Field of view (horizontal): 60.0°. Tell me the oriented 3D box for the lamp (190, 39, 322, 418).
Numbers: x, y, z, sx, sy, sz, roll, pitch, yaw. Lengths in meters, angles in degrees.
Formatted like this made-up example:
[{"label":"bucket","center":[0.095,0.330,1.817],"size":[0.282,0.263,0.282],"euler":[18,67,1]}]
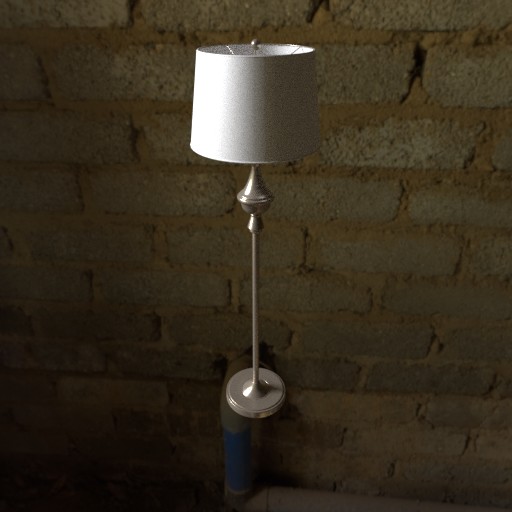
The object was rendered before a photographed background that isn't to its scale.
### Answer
[{"label":"lamp","center":[0.000,0.000,1.688],"size":[0.431,1.488,0.431],"euler":[0,30,0]}]
